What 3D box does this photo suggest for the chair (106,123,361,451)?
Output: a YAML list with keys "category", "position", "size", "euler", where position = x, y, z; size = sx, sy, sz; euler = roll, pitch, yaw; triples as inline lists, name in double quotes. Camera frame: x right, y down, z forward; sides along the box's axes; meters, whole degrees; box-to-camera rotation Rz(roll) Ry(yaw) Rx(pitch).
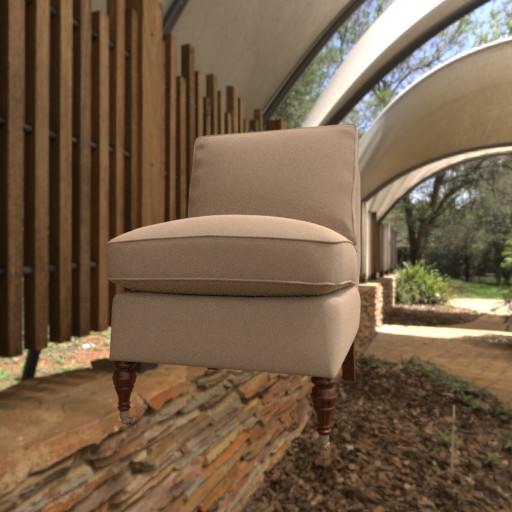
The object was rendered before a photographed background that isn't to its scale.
- category: "chair"
  position: [0.000, 0.000, 1.634]
  size: [0.724, 1.052, 0.912]
  euler: [0, 0, 17]
